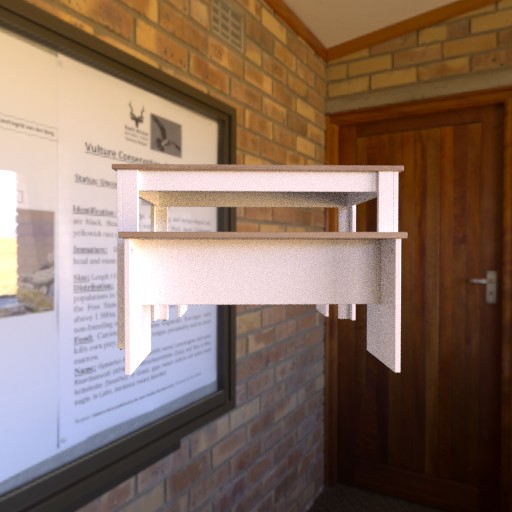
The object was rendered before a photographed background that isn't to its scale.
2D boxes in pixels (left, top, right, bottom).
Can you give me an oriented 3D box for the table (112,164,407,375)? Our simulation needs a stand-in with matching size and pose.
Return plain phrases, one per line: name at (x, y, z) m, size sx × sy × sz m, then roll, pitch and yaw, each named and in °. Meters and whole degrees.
table at (0.000, 0.000, 2.044) m, size 1.100 × 0.700 × 1.443 m, roll 0°, pitch 1°, yaw -2°
